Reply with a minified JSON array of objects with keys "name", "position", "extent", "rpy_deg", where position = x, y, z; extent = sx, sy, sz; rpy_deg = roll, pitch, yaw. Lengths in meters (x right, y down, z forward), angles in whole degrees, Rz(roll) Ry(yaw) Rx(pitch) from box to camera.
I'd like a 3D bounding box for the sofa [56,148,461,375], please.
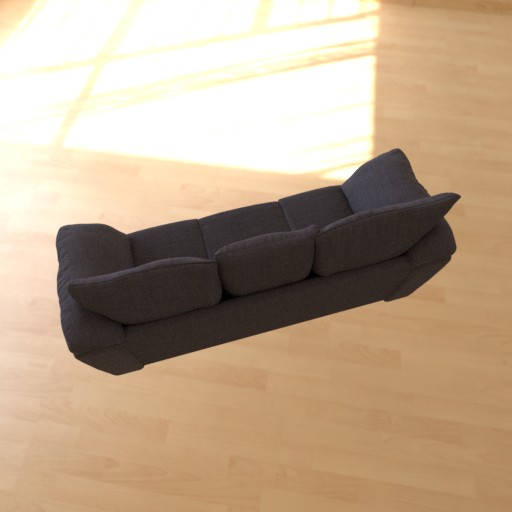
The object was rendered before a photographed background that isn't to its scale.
[{"name":"sofa","position":[0.000,0.000,2.843],"extent":[2.336,1.080,0.883],"rpy_deg":[-14,59,-8]}]
